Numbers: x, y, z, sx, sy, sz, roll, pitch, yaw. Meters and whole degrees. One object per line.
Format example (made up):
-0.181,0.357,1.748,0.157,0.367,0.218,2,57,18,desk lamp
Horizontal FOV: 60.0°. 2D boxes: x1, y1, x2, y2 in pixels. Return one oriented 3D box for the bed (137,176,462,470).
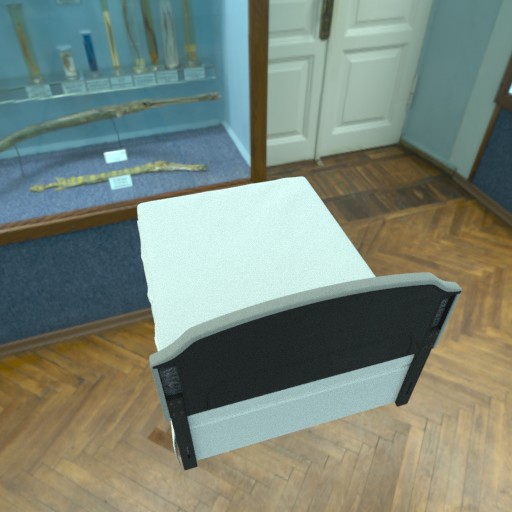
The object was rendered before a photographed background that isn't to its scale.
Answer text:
0.000,0.000,3.012,1.558,1.270,1.999,-11,44,-12,bed
